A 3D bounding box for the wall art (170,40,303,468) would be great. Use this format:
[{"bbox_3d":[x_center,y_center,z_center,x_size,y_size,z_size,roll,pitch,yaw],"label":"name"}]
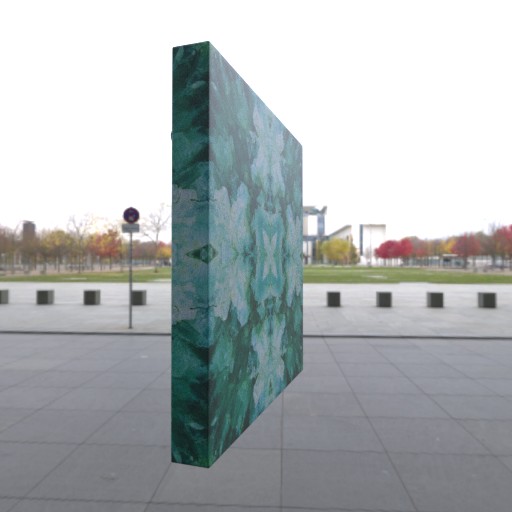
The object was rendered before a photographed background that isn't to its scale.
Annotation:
[{"bbox_3d":[0.000,0.000,0.475,0.033,0.313,0.313,0,-1,19],"label":"wall art"}]
